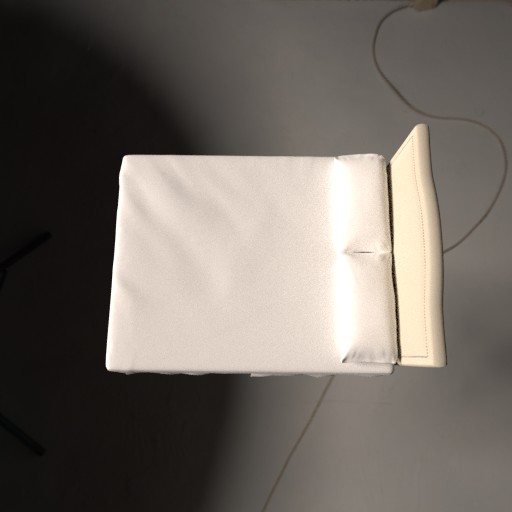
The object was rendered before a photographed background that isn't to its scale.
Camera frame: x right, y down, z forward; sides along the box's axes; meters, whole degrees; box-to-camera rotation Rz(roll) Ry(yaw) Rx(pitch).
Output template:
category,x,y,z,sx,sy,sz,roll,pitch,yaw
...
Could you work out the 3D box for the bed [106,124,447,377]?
category,x,y,z,sx,sy,sz,roll,pitch,yaw
bed,0.000,0.000,3.623,2.477,1.437,1.977,1,78,0
